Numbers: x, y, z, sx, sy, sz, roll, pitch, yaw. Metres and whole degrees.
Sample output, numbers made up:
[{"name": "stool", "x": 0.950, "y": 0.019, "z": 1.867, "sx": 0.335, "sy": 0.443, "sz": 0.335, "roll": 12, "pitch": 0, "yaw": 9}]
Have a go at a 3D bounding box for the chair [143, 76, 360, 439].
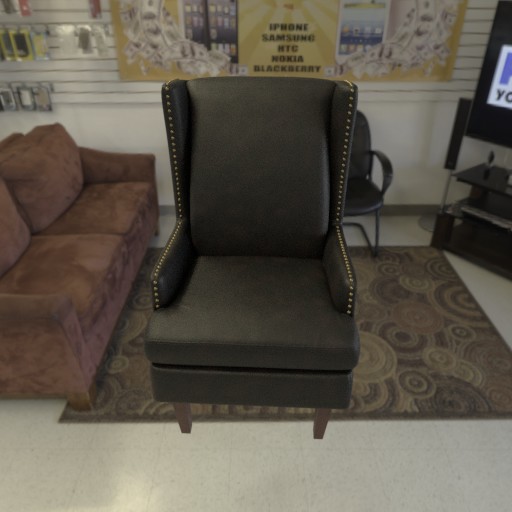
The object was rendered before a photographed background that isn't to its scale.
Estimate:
[{"name": "chair", "x": 0.000, "y": 0.000, "z": 1.647, "sx": 0.703, "sy": 1.142, "sz": 0.799, "roll": 1, "pitch": 31, "yaw": 2}]
